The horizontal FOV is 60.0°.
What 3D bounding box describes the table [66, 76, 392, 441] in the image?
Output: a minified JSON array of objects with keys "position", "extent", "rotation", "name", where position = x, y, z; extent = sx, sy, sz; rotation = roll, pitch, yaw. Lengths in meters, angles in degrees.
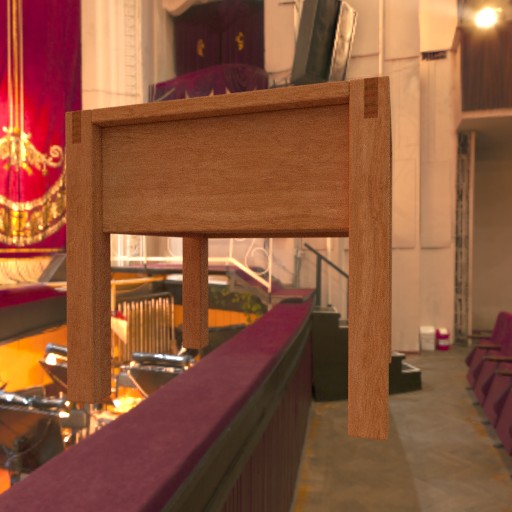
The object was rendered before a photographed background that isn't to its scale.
[{"position":[0.000,0.000,0.825],"extent":[0.480,0.450,0.440],"rotation":[0,1,18],"name":"table"}]
